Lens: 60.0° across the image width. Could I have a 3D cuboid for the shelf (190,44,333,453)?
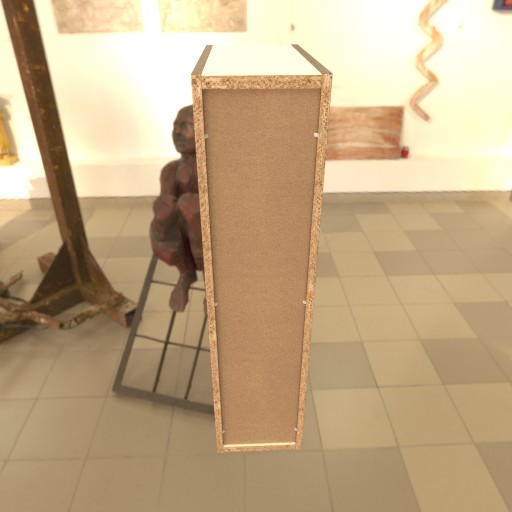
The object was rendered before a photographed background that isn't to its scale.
[{"bbox_3d":[0.000,0.000,0.724,0.147,0.600,0.290,-1,31,-2],"label":"shelf"}]
